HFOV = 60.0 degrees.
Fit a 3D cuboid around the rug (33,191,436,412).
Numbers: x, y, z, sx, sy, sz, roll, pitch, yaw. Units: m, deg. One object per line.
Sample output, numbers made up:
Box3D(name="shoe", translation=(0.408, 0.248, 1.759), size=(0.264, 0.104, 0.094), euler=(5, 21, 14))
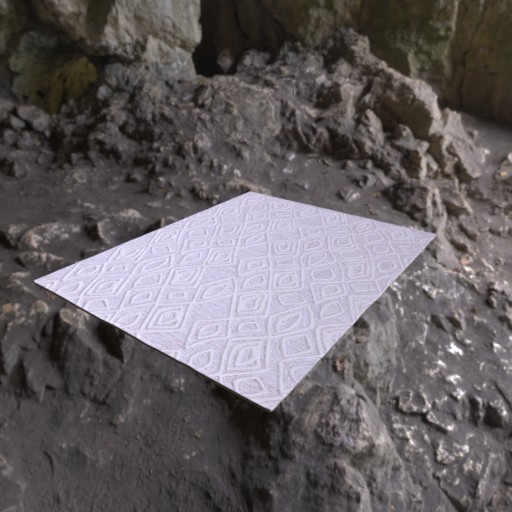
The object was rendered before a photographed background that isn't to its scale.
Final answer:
Box3D(name="rug", translation=(0.000, 0.000, 4.171), size=(2.449, 0.025, 3.049), euler=(18, 31, 32))
